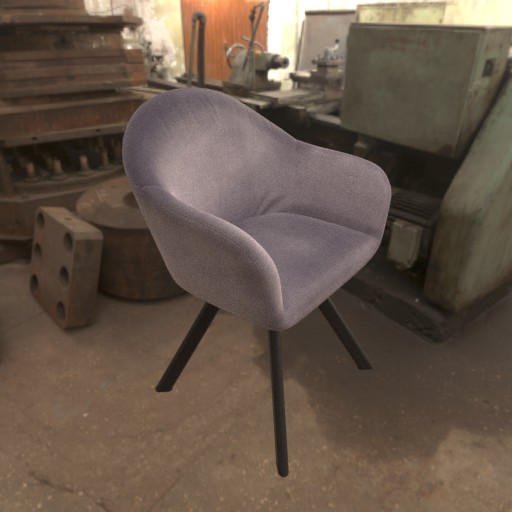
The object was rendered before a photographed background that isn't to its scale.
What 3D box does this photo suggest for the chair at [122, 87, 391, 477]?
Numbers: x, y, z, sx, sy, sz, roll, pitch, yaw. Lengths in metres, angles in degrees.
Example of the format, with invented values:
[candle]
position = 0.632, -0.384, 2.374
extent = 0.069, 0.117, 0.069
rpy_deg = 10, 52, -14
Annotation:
[chair]
position = 0.000, 0.000, 1.145
extent = 0.540, 0.780, 0.570
rpy_deg = 20, 34, 33
